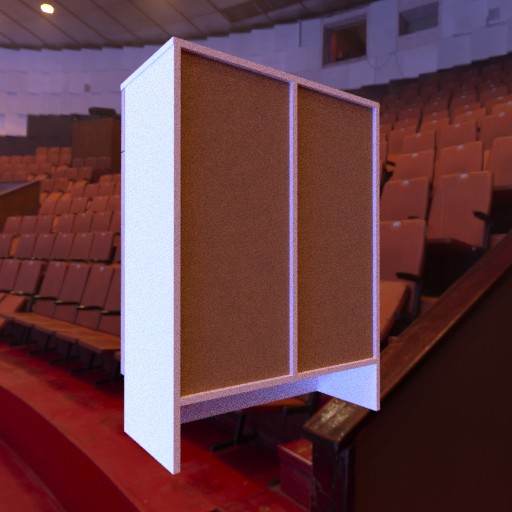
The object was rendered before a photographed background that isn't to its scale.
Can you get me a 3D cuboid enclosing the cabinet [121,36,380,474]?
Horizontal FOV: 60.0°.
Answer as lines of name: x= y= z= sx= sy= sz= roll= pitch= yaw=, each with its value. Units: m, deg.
cabinet: x=0.000 y=0.000 z=1.121 sx=0.600 sy=0.815 sz=0.296 roll=0 pitch=0 yaw=-36
